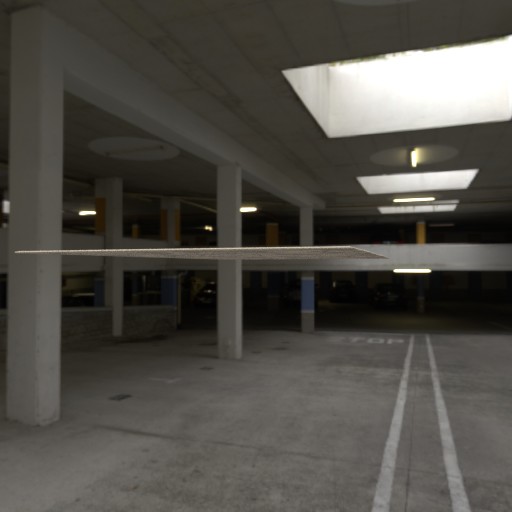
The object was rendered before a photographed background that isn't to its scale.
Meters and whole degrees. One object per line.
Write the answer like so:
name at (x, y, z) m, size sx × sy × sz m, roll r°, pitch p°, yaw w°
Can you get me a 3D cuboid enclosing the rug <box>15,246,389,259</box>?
rug at (0.000, 0.000, 2.816) m, size 1.522 × 0.008 × 2.284 m, roll 0°, pitch -1°, yaw 20°
